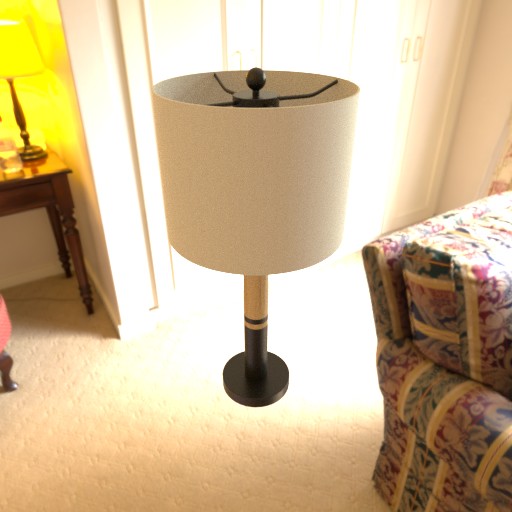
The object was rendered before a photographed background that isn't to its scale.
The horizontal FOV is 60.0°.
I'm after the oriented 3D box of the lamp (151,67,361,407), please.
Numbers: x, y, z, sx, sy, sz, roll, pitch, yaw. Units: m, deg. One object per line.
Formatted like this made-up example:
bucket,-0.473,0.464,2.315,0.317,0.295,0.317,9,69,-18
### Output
lamp,0.000,0.000,0.810,0.305,0.640,0.305,11,32,17
